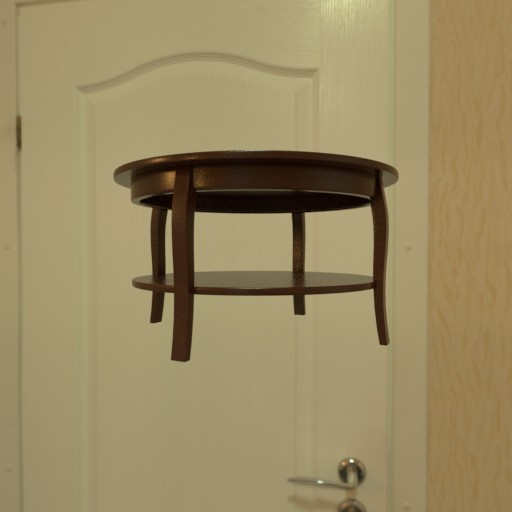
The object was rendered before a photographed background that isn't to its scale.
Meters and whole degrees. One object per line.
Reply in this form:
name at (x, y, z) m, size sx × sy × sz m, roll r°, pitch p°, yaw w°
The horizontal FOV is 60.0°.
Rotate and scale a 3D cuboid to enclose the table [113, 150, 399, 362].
table at (0.000, 0.000, 1.491) m, size 0.911 × 0.512 × 0.911 m, roll 0°, pitch 1°, yaw 0°
